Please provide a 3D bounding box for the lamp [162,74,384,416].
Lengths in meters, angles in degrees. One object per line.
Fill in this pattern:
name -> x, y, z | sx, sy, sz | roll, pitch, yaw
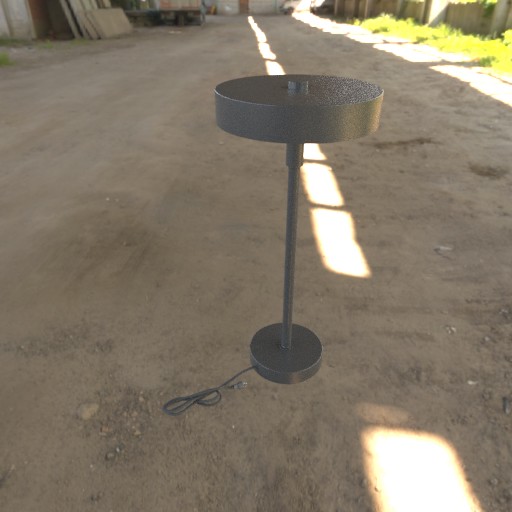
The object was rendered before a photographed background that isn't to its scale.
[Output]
lamp -> 0.000, 0.000, 0.700 | 0.369, 0.508, 0.229 | -20, 36, -29
